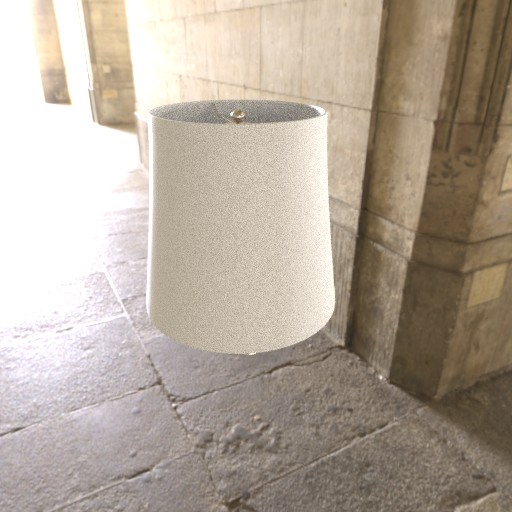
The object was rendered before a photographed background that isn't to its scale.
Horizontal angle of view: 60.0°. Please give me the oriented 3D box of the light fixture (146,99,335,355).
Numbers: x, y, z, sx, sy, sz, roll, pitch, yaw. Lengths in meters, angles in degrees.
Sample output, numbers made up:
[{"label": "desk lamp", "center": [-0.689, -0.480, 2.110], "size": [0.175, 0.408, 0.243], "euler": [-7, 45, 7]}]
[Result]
[{"label": "light fixture", "center": [0.000, 0.000, 0.578], "size": [0.223, 0.381, 0.348], "euler": [7, 27, 15]}]
